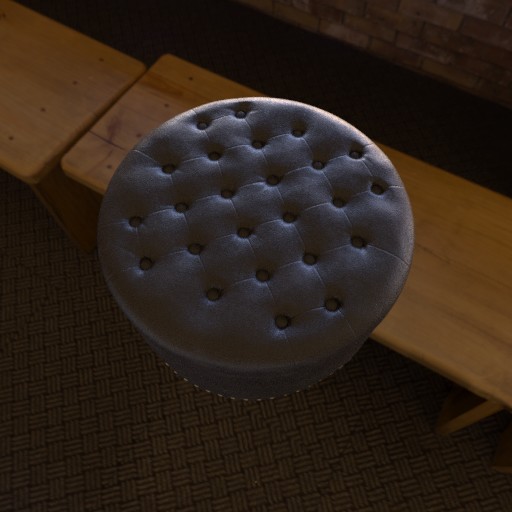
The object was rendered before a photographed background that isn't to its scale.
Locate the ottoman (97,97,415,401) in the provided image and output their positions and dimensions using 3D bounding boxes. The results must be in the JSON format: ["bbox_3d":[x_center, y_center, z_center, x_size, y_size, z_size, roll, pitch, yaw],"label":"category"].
[{"bbox_3d":[0.000,0.000,1.061,0.637,0.442,0.637,0,63,0],"label":"ottoman"}]
